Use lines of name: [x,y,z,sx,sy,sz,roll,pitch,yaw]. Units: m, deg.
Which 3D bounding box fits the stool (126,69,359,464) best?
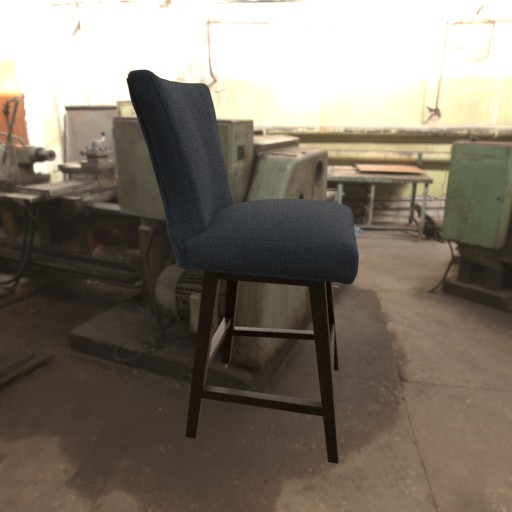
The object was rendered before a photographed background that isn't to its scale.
stool: [0.000,0.000,1.326,0.574,1.000,0.514,3,18,10]
